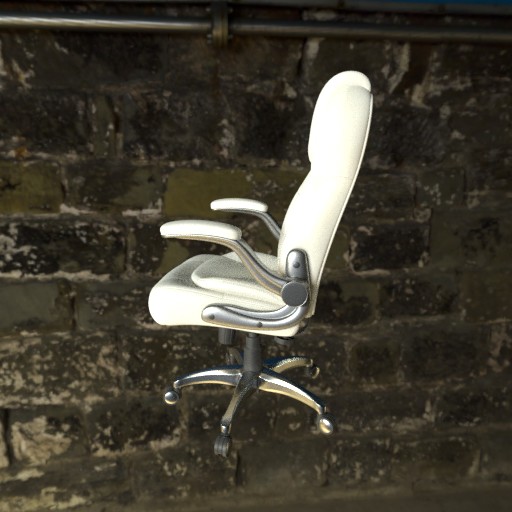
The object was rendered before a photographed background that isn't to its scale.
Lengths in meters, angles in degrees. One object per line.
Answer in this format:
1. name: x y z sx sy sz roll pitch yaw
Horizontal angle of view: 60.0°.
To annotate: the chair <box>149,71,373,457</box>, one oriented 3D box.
1. chair: 0.000 0.000 1.778 0.806 1.330 0.755 2 14 9
